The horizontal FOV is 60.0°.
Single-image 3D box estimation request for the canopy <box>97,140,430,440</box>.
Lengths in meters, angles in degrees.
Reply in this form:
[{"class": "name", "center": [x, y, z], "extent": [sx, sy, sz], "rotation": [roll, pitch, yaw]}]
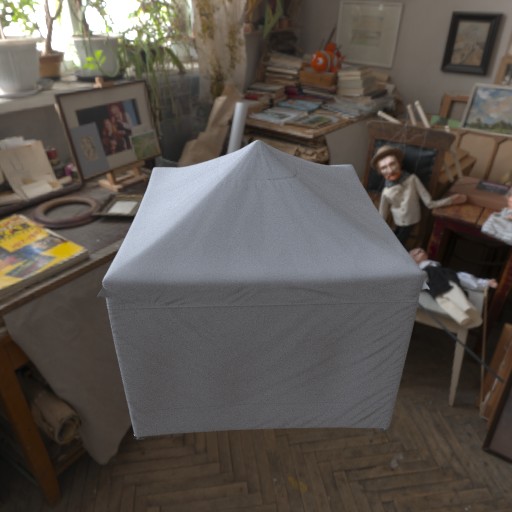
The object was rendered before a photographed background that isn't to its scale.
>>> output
[{"class": "canopy", "center": [0.000, 0.000, 5.608], "extent": [3.043, 2.997, 3.121], "rotation": [-1, 31, -2]}]
